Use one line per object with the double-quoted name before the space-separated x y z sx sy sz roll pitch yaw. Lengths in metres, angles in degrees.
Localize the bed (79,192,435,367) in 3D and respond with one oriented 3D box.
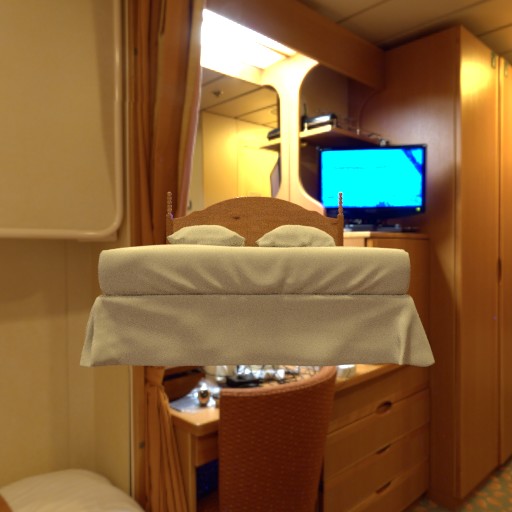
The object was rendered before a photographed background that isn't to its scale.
"bed" 0.000 0.000 3.751 2.322 1.355 2.219 0 1 0
